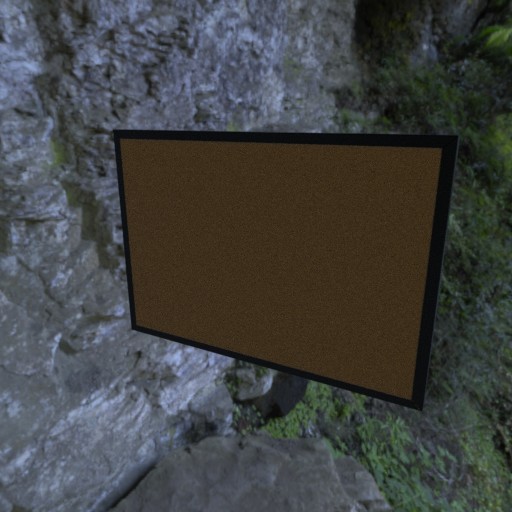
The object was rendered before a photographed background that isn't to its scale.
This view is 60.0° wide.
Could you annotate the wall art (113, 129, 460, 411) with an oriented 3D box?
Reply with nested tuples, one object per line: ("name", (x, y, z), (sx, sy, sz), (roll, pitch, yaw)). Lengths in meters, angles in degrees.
("wall art", (0.000, 0.000, 0.848), (0.657, 0.458, 0.027), (9, 20, 26))
